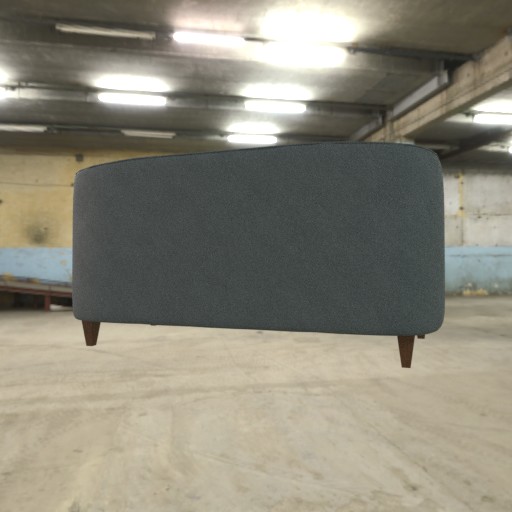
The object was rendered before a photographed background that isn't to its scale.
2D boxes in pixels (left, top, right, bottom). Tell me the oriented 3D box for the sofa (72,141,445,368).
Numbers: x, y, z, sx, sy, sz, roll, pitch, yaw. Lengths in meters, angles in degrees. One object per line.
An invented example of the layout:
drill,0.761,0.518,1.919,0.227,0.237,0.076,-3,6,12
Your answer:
sofa,0.000,0.000,2.229,1.733,0.855,0.941,0,-1,18
